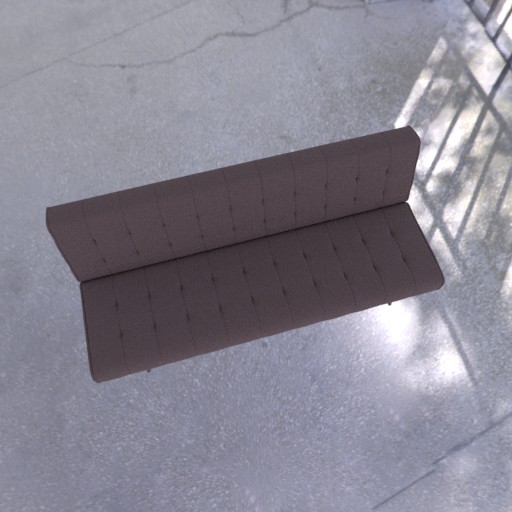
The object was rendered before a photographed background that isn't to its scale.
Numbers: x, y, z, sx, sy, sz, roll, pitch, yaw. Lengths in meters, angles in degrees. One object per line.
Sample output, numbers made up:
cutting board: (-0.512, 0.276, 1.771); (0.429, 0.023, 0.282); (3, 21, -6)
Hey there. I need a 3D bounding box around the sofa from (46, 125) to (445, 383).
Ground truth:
sofa: (0.000, 0.000, 2.168); (1.703, 0.699, 0.747); (-14, 65, -7)
